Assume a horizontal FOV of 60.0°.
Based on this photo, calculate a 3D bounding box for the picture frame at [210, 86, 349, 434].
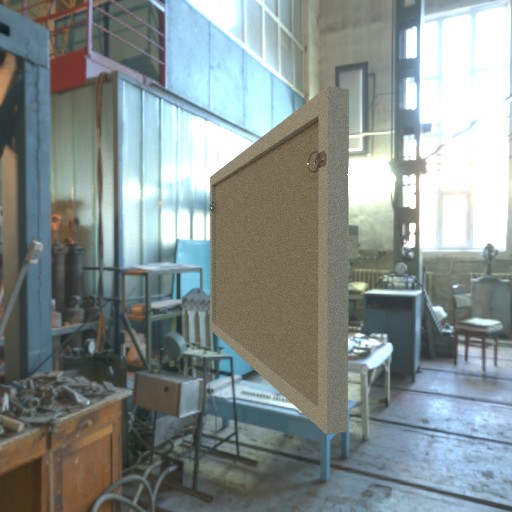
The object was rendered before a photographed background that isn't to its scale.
[{"bbox_3d":[0.000,0.000,0.794,0.044,0.379,0.647,0,1,-17],"label":"picture frame"}]
